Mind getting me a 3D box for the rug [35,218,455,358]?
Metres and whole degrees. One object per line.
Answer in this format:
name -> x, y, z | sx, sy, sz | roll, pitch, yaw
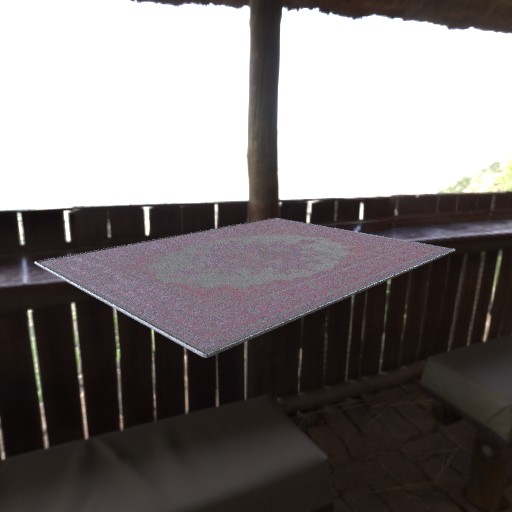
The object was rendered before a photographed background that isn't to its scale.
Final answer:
rug -> 0.000, 0.000, 4.144 | 3.123, 0.017, 2.447 | -14, 21, -43
